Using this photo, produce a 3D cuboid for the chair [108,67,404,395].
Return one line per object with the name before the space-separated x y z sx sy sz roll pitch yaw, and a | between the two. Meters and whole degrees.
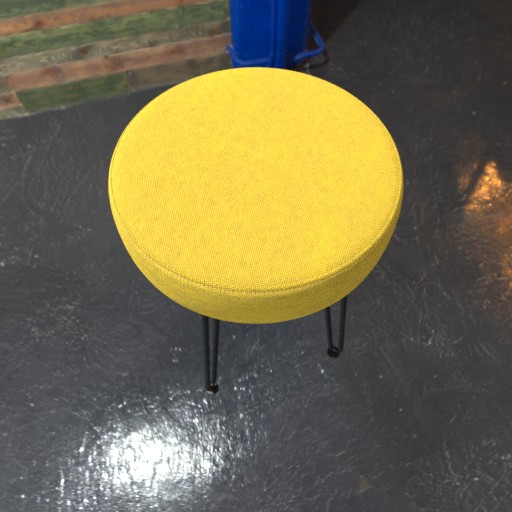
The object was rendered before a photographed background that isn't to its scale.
chair | 0.000 0.000 0.695 0.345 0.455 0.345 -14 61 -8
